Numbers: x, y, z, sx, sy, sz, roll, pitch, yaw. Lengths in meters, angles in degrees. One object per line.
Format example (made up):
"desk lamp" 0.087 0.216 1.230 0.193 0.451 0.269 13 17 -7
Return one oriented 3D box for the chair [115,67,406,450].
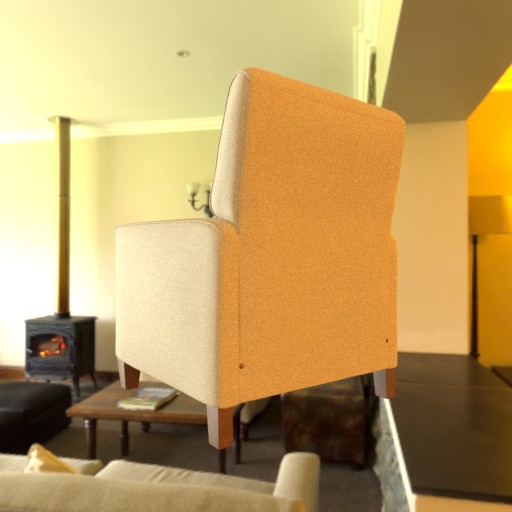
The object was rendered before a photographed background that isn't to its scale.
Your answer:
"chair" 0.000 0.000 1.656 0.841 1.023 0.858 0 -1 -37
